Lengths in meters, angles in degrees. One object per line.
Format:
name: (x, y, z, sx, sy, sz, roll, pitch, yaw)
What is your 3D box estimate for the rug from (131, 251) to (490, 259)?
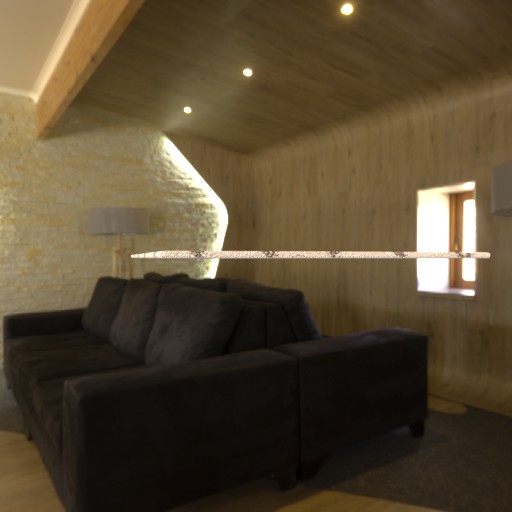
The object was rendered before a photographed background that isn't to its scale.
rug: (0.000, 0.000, 2.988, 1.524, 0.030, 2.438, 0, 0, -18)
